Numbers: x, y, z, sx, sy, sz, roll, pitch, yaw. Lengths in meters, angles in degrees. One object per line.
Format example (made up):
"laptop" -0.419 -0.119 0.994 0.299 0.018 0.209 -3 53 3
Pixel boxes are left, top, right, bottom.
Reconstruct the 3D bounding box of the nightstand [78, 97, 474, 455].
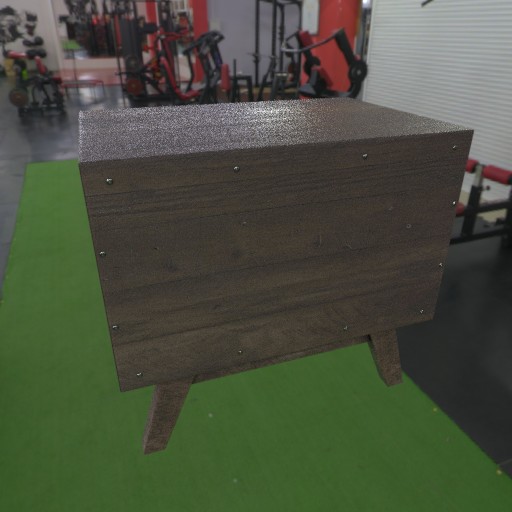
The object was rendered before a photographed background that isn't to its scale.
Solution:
"nightstand" 0.000 0.000 0.998 0.650 0.599 0.450 -9 28 -17
